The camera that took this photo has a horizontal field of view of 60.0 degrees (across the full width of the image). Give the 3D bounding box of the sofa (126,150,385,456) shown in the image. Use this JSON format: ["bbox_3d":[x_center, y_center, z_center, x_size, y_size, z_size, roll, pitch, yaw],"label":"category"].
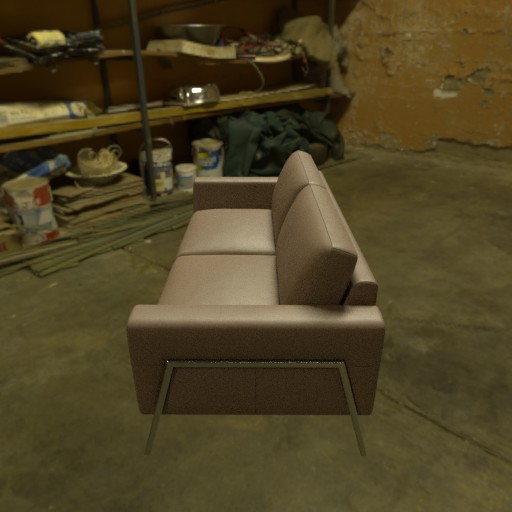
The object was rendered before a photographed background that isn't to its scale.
[{"bbox_3d":[0.000,0.000,2.560,0.953,0.875,2.017,0,25,0],"label":"sofa"}]
